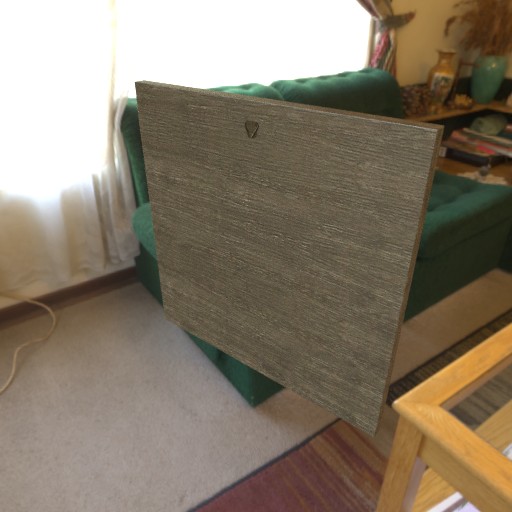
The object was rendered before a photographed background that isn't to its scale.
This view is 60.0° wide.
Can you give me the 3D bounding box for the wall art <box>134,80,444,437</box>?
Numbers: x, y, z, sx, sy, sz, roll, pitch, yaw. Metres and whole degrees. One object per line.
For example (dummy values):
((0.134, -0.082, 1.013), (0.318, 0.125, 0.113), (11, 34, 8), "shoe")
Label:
((0.000, 0.000, 0.677), (0.462, 0.459, 0.027), (21, 37, 32), "wall art")
